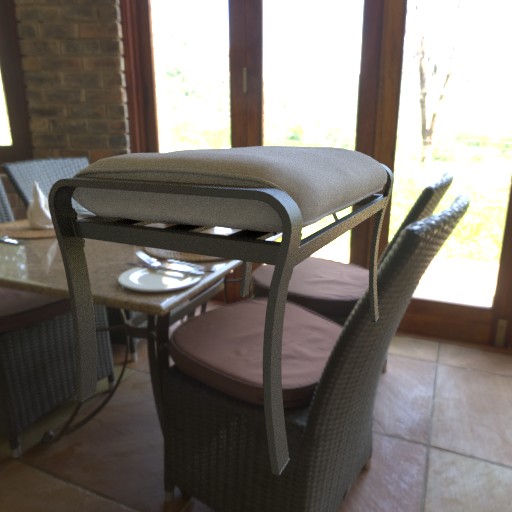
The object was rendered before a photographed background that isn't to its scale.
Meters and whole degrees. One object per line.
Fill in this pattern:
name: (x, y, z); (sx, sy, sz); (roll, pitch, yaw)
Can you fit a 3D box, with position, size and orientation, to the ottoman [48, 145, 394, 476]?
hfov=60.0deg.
ottoman: (0.000, 0.000, 0.888); (0.406, 0.422, 0.610); (8, 17, 26)
